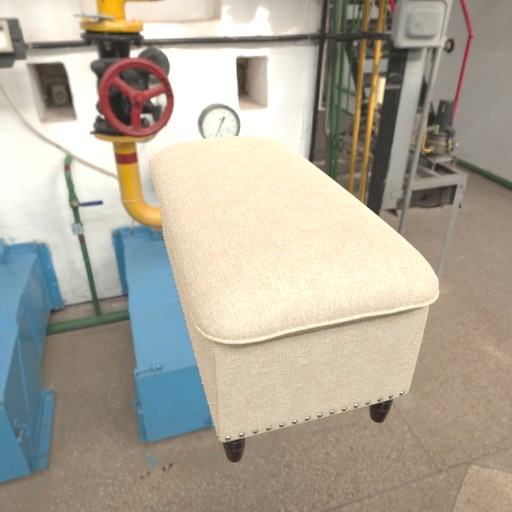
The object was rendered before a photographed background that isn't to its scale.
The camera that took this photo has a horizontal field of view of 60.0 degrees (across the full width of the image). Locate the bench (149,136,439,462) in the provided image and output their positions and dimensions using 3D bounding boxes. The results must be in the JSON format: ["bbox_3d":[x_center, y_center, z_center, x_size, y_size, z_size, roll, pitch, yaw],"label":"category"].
[{"bbox_3d":[0.000,0.000,1.246,0.483,0.483,0.991,-9,32,-15],"label":"bench"}]
